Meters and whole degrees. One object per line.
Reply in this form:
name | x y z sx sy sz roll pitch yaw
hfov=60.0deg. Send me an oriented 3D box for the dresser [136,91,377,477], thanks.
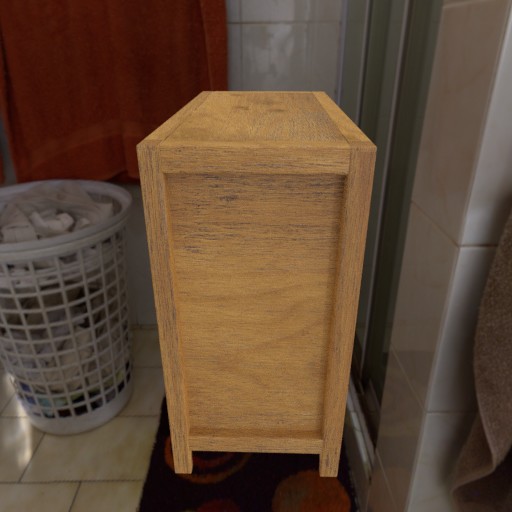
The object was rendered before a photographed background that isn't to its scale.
dresser | 0.000 0.000 1.268 0.427 0.804 0.804 1 26 2
